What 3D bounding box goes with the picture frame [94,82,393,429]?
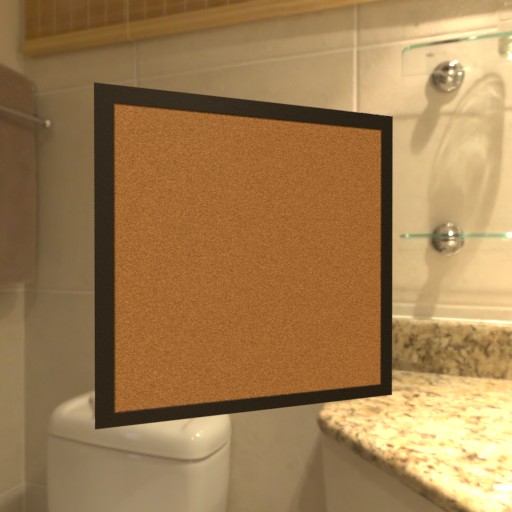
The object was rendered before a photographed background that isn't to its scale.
[{"bbox_3d":[0.000,0.000,0.519,0.355,0.353,0.029,0,0,-18],"label":"picture frame"}]
